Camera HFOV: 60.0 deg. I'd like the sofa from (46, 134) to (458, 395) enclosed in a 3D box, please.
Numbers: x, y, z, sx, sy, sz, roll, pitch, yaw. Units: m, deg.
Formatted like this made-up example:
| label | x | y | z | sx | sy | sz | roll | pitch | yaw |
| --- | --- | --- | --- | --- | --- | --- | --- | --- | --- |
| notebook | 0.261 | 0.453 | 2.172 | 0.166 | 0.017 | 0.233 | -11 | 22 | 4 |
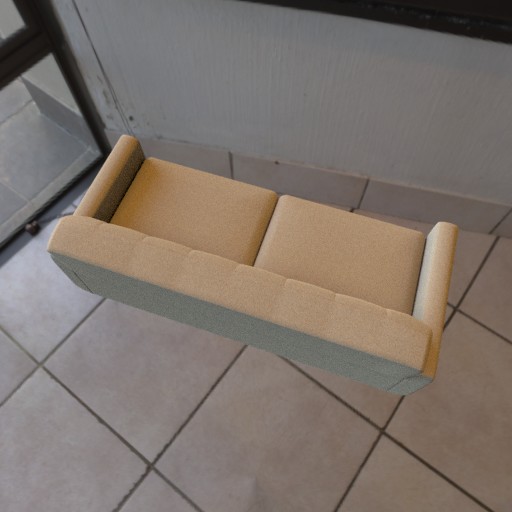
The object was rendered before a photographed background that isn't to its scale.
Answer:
| label | x | y | z | sx | sy | sz | roll | pitch | yaw |
| --- | --- | --- | --- | --- | --- | --- | --- | --- | --- |
| sofa | 0.000 | 0.000 | 2.620 | 2.137 | 0.892 | 0.980 | 17 | 65 | 8 |
